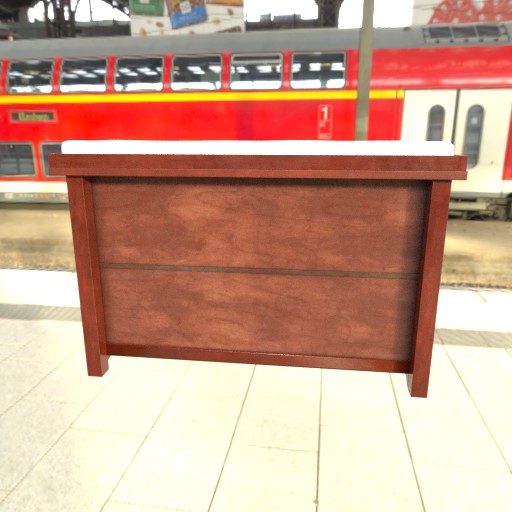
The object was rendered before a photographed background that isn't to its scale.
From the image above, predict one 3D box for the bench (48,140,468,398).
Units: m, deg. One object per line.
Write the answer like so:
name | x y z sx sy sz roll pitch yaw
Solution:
bench | 0.000 0.000 1.281 0.987 0.646 0.369 2 15 7
